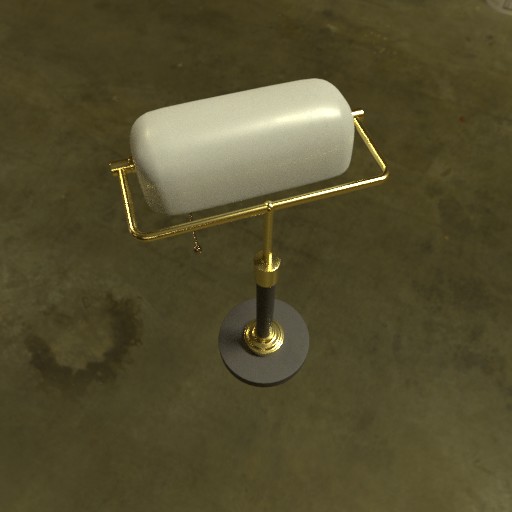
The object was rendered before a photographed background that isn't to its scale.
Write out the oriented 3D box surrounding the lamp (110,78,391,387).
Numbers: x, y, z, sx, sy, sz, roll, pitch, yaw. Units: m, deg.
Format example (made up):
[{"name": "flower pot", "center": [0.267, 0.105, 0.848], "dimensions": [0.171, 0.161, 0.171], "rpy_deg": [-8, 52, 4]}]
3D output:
[{"name": "lamp", "center": [0.000, 0.000, 0.564], "dimensions": [0.269, 0.404, 0.227], "rpy_deg": [-15, 59, -9]}]
